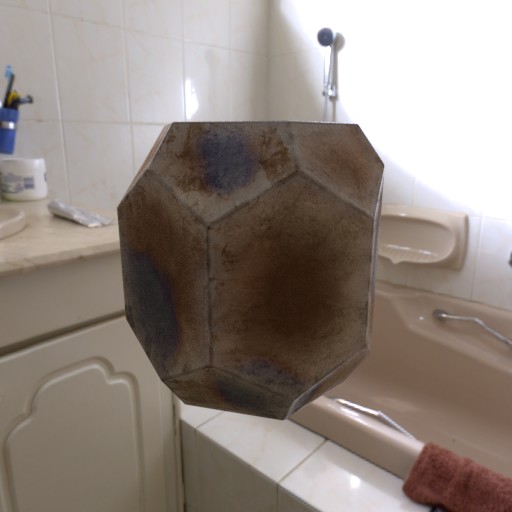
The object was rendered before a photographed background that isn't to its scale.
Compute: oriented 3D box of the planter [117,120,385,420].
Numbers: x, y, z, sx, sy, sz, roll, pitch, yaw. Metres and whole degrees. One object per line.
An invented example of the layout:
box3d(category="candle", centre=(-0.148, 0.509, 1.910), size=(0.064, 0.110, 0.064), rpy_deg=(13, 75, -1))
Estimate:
box3d(category="planter", centre=(0.000, 0.000, 0.418), size=(0.221, 0.238, 0.243), rpy_deg=(-14, 20, -43))
